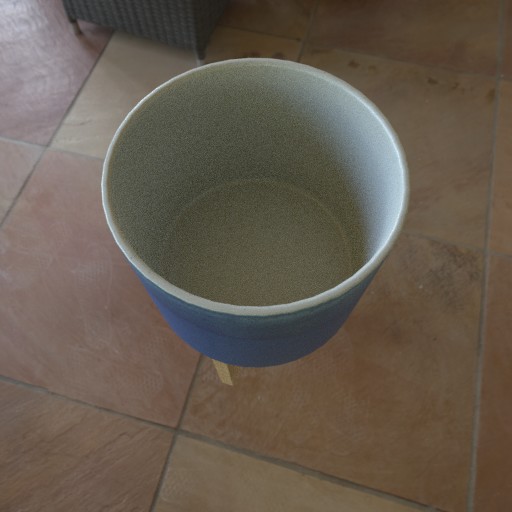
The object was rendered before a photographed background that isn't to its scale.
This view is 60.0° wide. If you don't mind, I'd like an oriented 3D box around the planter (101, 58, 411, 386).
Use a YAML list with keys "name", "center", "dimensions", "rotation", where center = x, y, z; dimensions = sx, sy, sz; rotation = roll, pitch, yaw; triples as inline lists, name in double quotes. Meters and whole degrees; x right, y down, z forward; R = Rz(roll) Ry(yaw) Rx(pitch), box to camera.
- name: "planter"
  center: [0.000, 0.000, 0.396]
  dimensions: [0.192, 0.263, 0.192]
  rotation: [0, 65, 0]
